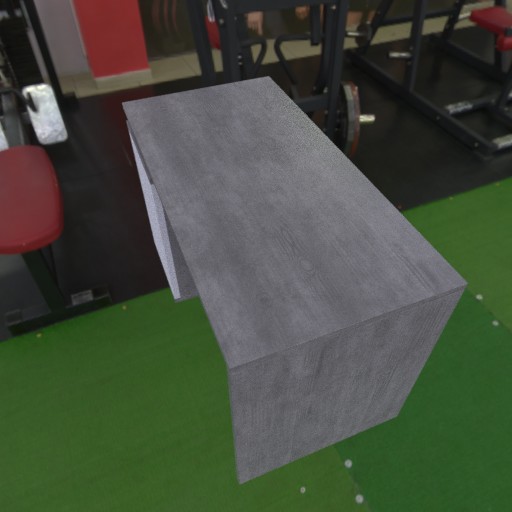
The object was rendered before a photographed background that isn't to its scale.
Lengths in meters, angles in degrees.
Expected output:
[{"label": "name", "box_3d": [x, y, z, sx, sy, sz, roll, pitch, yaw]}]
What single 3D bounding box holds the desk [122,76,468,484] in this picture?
[{"label": "desk", "box_3d": [0.000, 0.000, 1.625, 0.600, 0.740, 1.200, -16, 48, -15]}]
